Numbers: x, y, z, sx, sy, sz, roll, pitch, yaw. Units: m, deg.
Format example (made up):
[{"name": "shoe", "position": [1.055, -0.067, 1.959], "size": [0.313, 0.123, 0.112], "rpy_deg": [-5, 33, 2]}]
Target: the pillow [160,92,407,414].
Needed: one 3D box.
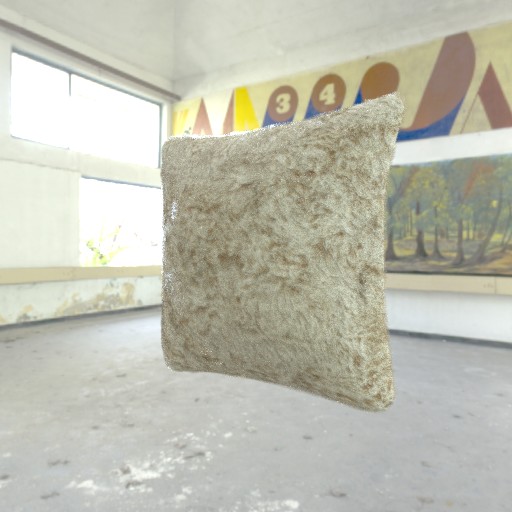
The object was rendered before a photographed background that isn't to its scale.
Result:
[{"name": "pillow", "position": [0.000, 0.000, 0.827], "size": [0.538, 0.525, 0.216], "rpy_deg": [1, 1, 36]}]
